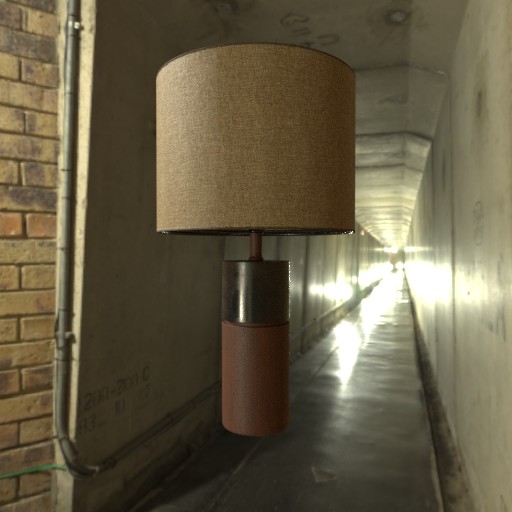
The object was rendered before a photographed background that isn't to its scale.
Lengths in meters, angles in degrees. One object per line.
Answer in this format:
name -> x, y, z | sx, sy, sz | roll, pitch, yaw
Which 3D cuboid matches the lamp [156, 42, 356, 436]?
lamp -> 0.000, 0.000, 0.462 | 0.202, 0.350, 0.202 | 0, 1, 0
